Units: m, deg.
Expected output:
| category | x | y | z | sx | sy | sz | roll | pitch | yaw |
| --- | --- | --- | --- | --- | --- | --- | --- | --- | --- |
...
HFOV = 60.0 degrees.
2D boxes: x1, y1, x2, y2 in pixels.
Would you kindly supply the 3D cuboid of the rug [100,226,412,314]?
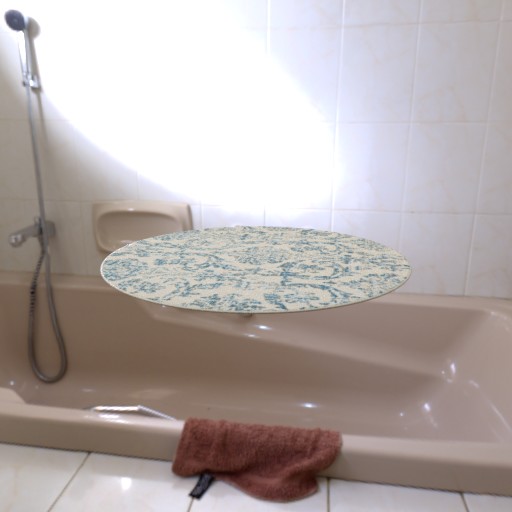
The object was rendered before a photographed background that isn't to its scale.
| category | x | y | z | sx | sy | sz | roll | pitch | yaw |
| --- | --- | --- | --- | --- | --- | --- | --- | --- | --- |
| rug | 0.000 | 0.000 | 2.392 | 1.593 | 0.012 | 1.593 | 0 | 15 | 0 |
